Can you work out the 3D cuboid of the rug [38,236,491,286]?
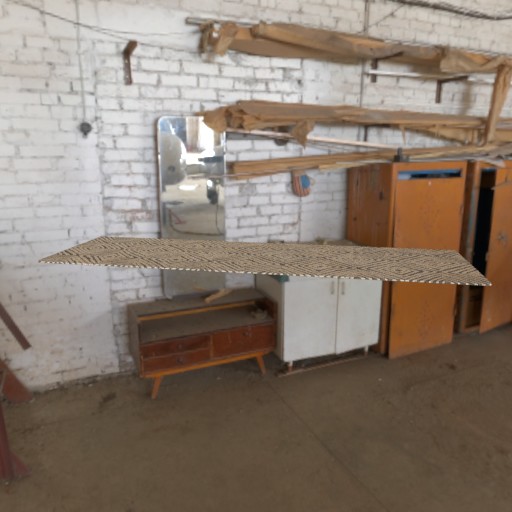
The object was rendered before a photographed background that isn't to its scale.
[{"bbox_3d":[0.000,0.000,2.503,2.277,0.008,0.676,3,14,10],"label":"rug"}]
